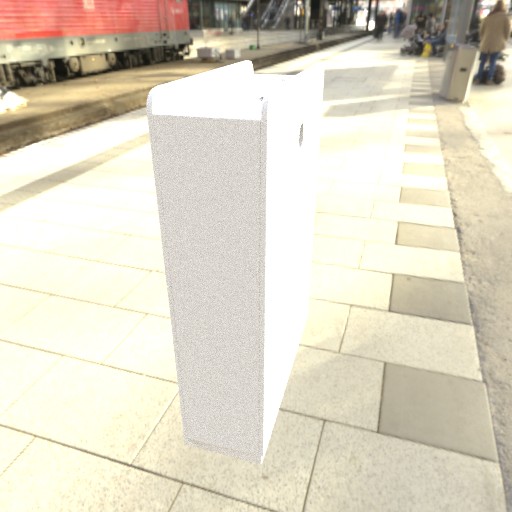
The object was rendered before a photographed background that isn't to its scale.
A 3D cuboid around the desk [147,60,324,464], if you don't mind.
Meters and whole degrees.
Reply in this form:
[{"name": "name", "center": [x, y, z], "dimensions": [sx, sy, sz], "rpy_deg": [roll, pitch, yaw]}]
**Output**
[{"name": "desk", "center": [0.000, 0.000, 1.543], "dimensions": [0.278, 1.190, 0.795], "rpy_deg": [8, 29, 14]}]
